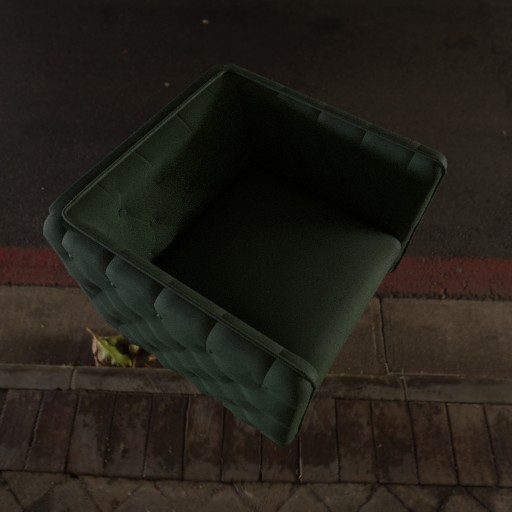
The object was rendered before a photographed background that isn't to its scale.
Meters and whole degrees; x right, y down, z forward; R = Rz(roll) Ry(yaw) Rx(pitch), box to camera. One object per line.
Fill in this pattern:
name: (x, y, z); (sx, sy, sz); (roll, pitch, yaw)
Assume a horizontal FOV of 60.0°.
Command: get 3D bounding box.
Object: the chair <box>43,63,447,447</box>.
chair: (0.000, 0.000, 1.558); (0.855, 0.768, 0.917); (30, 63, 17)
